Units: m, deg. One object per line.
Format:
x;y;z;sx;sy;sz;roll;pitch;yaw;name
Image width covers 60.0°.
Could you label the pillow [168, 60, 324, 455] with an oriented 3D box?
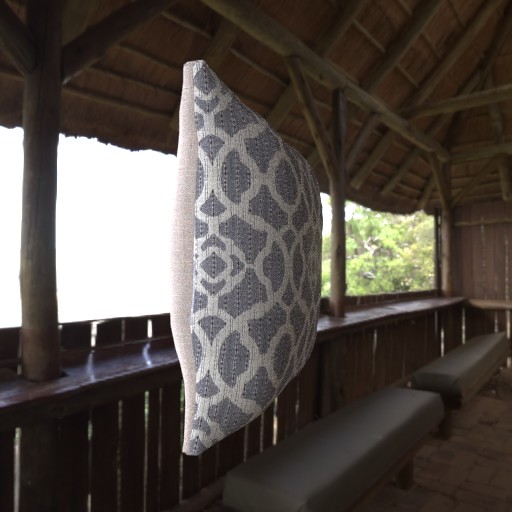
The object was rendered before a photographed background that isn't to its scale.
0.000;0.000;0.788;0.215;0.498;0.508;0;0;19;pillow
